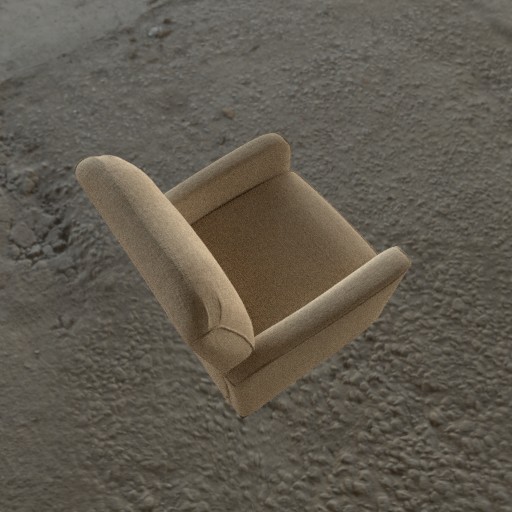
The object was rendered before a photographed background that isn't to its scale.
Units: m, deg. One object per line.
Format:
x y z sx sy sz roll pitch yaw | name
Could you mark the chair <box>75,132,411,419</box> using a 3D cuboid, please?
0.000 0.000 1.688 0.858 1.028 0.841 -32 65 -17 | chair
